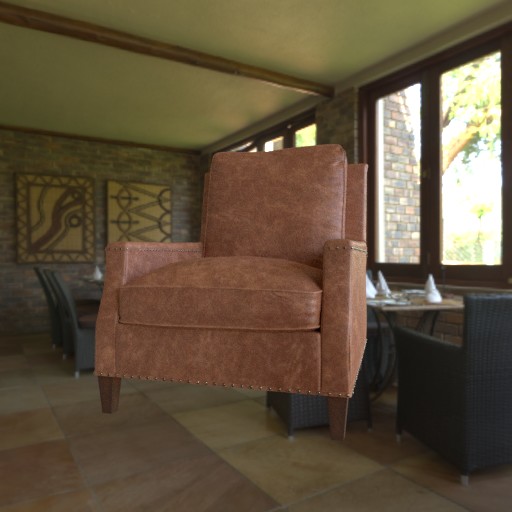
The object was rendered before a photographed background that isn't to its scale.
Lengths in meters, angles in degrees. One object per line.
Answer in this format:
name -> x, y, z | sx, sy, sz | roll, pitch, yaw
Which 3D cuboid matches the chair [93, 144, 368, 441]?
chair -> 0.000, 0.000, 1.822 | 0.854, 1.054, 1.035 | 0, 0, 17
